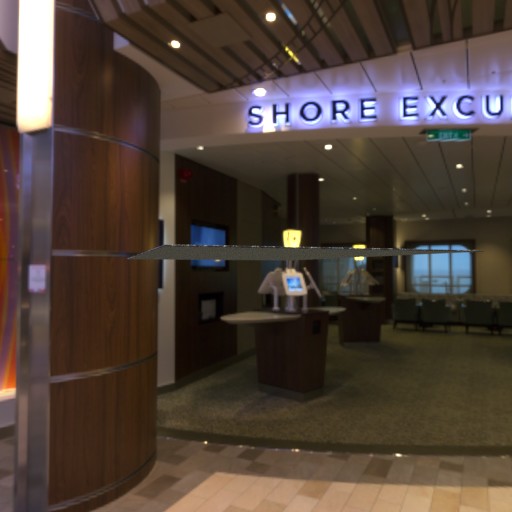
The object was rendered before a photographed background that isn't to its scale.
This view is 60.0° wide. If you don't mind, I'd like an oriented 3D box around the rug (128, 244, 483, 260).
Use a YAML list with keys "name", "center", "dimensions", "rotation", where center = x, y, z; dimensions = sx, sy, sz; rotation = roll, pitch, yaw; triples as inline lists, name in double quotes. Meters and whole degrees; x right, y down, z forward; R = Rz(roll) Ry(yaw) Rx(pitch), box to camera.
- name: "rug"
  center: [0.000, 0.000, 2.370]
  dimensions: [1.219, 0.005, 1.828]
  rotation: [1, -2, -19]
